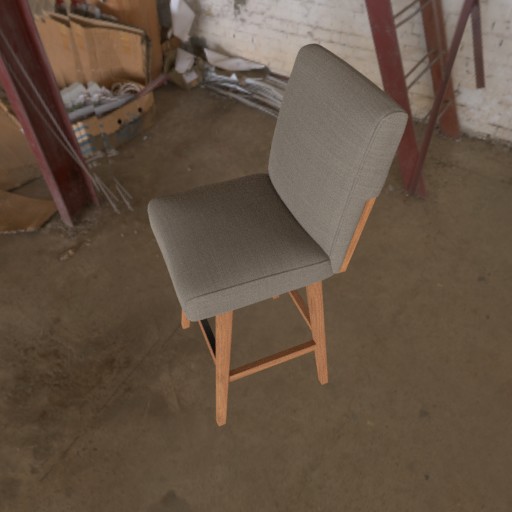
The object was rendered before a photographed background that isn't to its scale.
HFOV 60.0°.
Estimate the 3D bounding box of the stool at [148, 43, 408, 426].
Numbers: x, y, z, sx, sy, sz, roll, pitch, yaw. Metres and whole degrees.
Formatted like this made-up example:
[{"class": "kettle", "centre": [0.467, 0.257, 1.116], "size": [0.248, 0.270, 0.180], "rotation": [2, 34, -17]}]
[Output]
[{"class": "stool", "centre": [0.000, 0.000, 1.409], "size": [0.570, 1.112, 0.483], "rotation": [-17, 49, -15]}]
